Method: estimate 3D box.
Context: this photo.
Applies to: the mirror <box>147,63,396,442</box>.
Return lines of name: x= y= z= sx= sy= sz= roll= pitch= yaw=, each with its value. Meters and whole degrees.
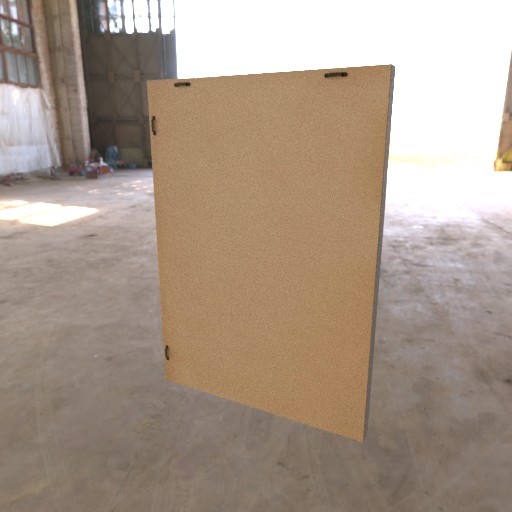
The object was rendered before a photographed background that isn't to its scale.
mirror: x=0.000 y=0.000 z=0.929 sx=0.507 sy=0.710 sz=0.039 roll=8 pitch=17 yaw=27
